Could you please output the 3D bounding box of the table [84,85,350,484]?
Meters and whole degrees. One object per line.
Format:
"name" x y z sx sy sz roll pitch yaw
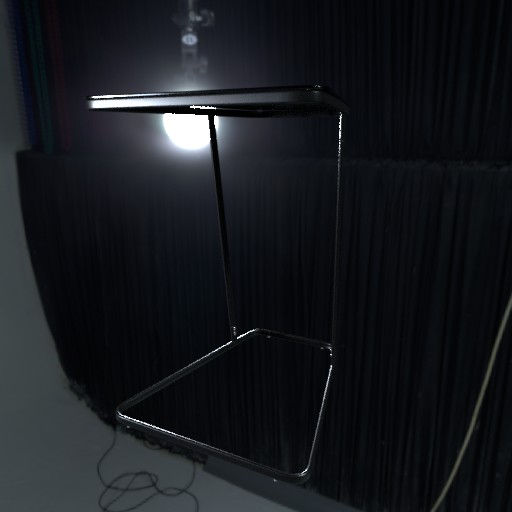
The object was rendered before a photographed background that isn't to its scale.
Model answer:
"table" 0.000 0.000 0.946 0.427 0.624 0.500 7 17 25
